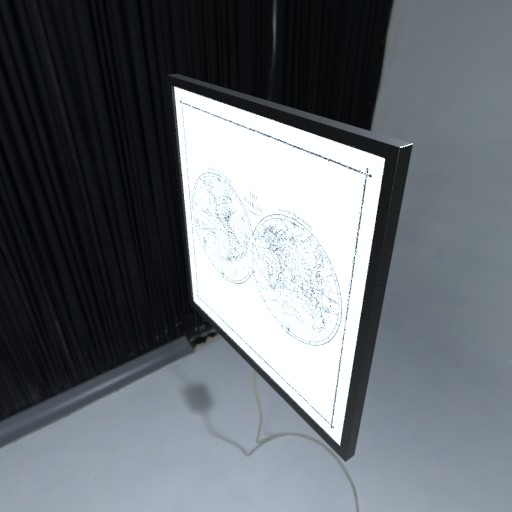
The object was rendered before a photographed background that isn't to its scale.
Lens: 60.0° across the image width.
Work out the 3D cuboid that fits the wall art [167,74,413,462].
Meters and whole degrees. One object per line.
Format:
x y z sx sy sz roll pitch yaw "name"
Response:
0.000 0.000 1.141 0.031 0.775 0.773 -21 37 -30 "wall art"
